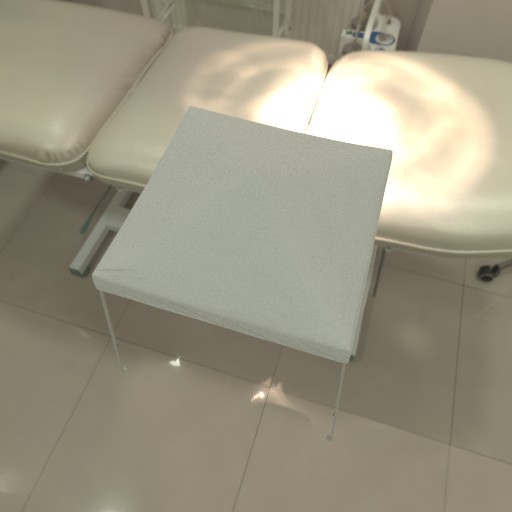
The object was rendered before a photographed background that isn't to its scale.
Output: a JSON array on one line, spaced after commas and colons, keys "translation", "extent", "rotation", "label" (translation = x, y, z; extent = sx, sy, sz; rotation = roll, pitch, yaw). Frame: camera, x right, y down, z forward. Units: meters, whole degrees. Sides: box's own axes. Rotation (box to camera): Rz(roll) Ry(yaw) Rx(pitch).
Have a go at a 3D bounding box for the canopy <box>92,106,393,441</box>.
[{"translation": [0.000, 0.000, 5.128], "extent": [2.849, 2.849, 2.848], "rotation": [15, 60, 9], "label": "canopy"}]
